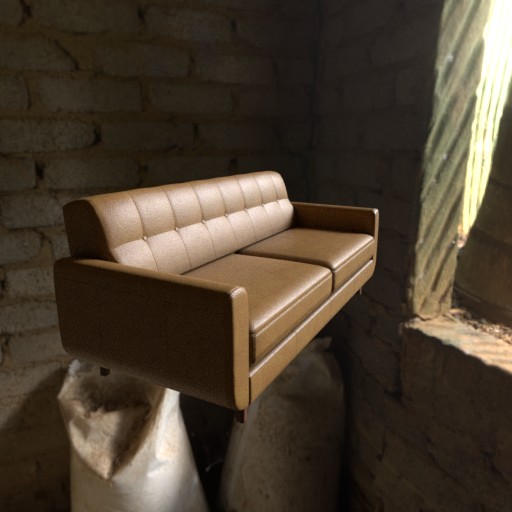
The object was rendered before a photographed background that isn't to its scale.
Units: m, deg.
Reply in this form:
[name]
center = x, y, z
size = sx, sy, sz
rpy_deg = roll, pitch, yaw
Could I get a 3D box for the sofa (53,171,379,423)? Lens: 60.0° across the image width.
[sofa]
center = 0.000, 0.000, 2.668
size = 0.980, 0.892, 2.137
rpy_deg = 8, 17, 27
